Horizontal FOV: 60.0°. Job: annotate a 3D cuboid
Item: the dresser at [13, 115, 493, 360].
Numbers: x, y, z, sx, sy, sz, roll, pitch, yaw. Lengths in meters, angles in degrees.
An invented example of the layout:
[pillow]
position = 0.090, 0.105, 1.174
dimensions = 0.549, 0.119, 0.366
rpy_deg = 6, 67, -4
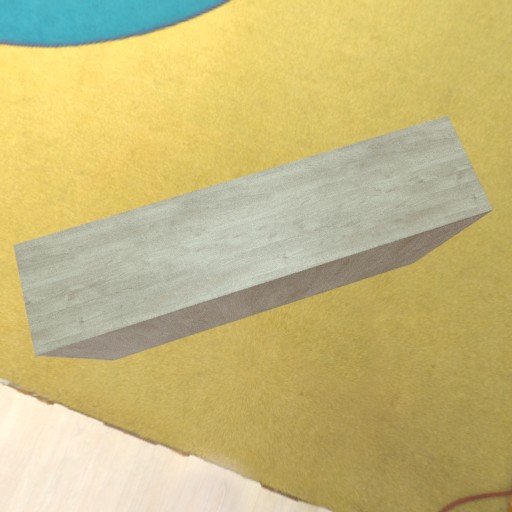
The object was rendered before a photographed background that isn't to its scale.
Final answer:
[dresser]
position = 0.000, 0.000, 1.886
dimensions = 1.590, 0.795, 0.390
rpy_deg = -18, 76, -4
